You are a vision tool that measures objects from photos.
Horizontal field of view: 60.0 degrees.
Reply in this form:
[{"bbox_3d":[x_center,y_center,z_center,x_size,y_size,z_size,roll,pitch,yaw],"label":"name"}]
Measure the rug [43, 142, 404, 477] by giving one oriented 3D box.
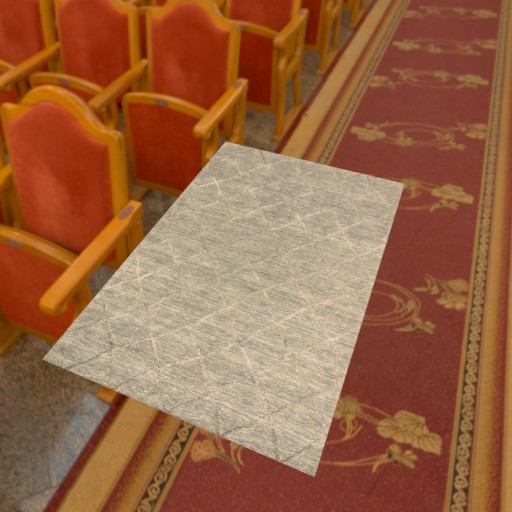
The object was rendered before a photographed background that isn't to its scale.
[{"bbox_3d":[0.000,0.000,2.892,1.521,0.006,2.283,17,49,15],"label":"rug"}]
